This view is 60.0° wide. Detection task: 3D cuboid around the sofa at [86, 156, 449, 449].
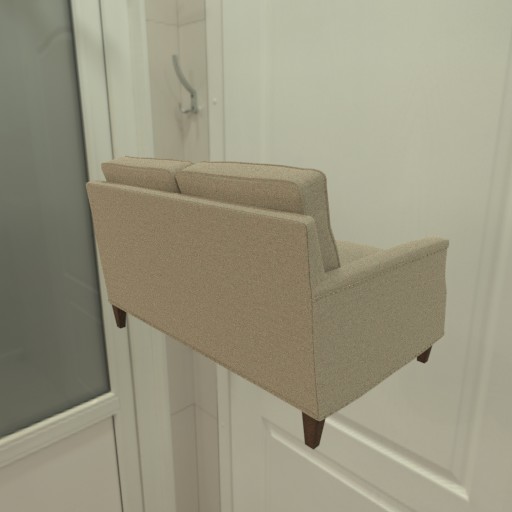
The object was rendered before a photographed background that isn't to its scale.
[{"bbox_3d":[0.000,0.000,2.273,1.084,1.003,1.597,-15,22,-42],"label":"sofa"}]
